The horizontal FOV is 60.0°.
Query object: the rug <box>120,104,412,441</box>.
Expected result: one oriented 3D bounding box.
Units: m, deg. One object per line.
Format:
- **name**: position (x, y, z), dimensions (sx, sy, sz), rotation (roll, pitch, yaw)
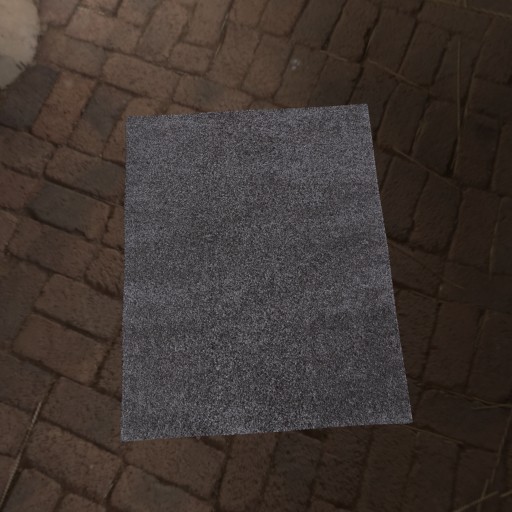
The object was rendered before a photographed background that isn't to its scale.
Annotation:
- **rug**: position (0.000, 0.000, 4.025), dimensions (2.401, 0.025, 3.000), rotation (-3, 75, -1)
